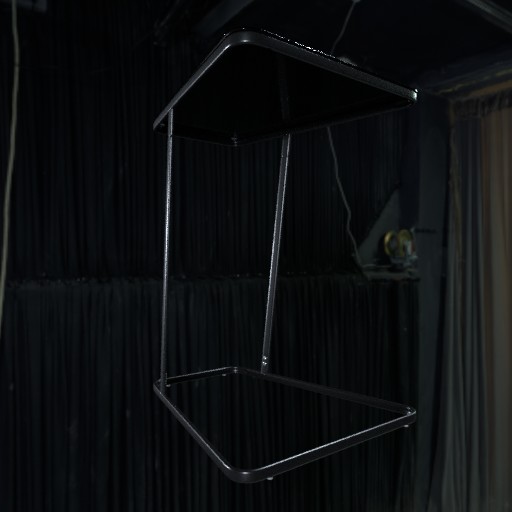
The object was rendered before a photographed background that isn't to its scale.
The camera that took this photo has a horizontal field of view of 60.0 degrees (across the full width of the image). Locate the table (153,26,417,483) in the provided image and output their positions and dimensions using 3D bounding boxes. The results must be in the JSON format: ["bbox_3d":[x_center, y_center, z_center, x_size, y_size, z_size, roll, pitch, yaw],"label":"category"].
[{"bbox_3d":[0.000,0.000,0.914,0.427,0.624,0.500,0,0,-37],"label":"table"}]
